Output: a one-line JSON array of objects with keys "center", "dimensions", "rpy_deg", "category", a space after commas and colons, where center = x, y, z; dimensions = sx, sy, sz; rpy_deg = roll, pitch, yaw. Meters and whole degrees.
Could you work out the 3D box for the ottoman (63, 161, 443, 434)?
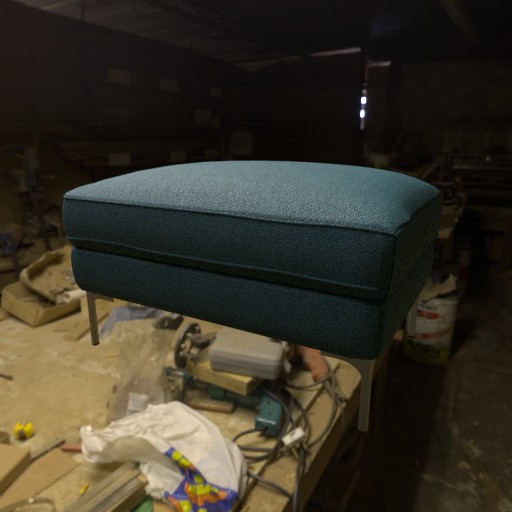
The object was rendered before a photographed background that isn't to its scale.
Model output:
[{"center": [0.000, 0.000, 1.194], "dimensions": [0.856, 0.498, 0.563], "rpy_deg": [9, 18, 28], "category": "ottoman"}]
